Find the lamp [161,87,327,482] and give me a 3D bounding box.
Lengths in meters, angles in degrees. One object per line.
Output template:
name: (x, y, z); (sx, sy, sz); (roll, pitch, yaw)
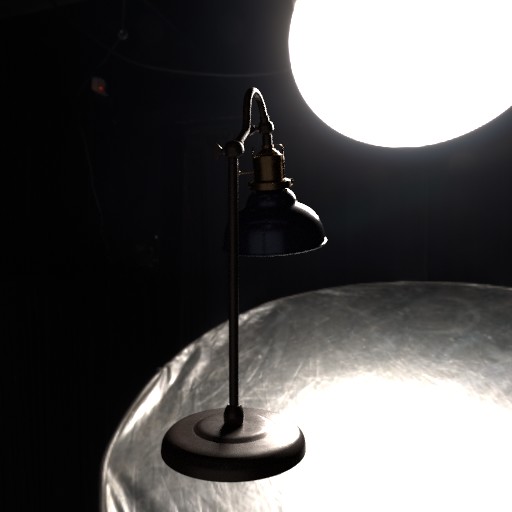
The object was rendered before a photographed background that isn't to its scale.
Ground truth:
lamp: (0.000, 0.000, 0.678); (0.192, 0.508, 0.374); (0, 0, 19)
